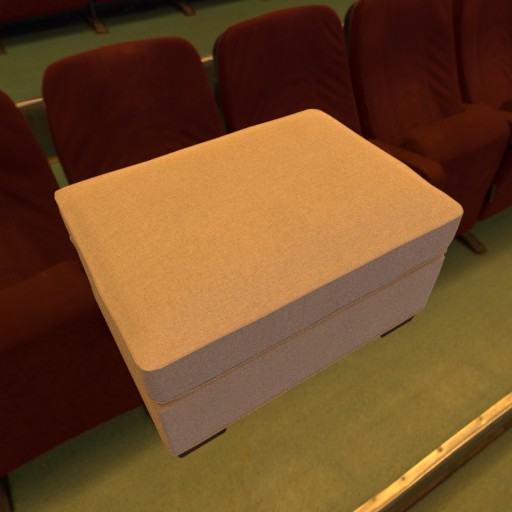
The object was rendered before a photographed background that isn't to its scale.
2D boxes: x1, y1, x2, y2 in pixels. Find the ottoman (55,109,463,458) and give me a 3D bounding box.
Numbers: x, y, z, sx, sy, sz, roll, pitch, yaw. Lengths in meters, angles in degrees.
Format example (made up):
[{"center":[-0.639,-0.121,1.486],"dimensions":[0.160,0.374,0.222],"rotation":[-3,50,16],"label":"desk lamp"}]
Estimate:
[{"center":[0.000,0.000,1.235],"dimensions":[0.846,0.503,0.617],"rotation":[-24,50,-22],"label":"ottoman"}]
